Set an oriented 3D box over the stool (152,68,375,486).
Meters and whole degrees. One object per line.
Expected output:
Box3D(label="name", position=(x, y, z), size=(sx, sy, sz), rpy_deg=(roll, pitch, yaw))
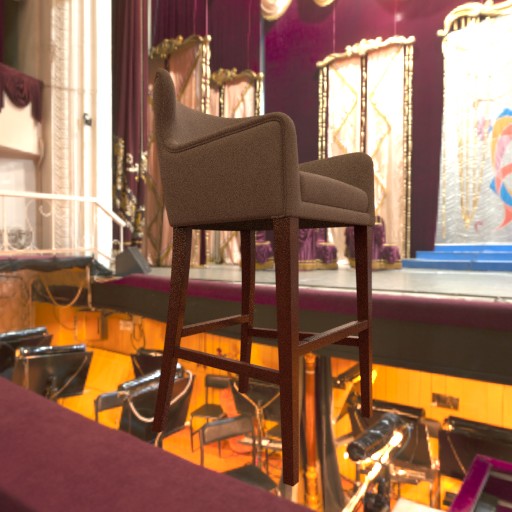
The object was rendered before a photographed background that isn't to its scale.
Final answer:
Box3D(label="stool", position=(0.000, 0.000, 1.383), size=(0.575, 1.047, 0.575), rpy_deg=(1, 1, 34))
